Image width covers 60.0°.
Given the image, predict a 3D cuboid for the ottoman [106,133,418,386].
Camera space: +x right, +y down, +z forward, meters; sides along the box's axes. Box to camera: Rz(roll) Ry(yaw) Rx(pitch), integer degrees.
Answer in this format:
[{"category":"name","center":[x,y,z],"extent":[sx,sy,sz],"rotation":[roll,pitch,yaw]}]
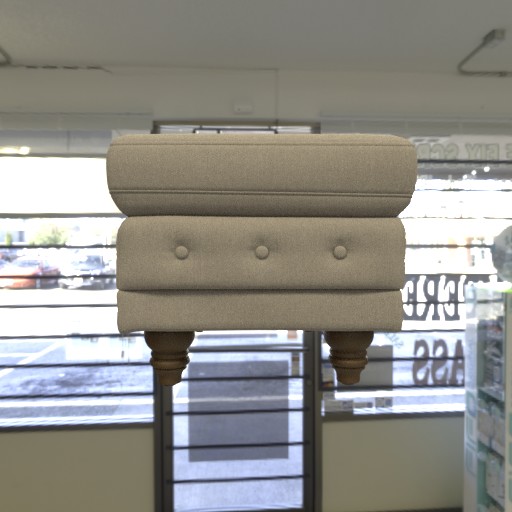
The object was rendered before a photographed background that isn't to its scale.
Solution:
[{"category":"ottoman","center":[0.000,0.000,1.159],"extent":[0.569,0.500,0.771],"rotation":[0,1,-1]}]
